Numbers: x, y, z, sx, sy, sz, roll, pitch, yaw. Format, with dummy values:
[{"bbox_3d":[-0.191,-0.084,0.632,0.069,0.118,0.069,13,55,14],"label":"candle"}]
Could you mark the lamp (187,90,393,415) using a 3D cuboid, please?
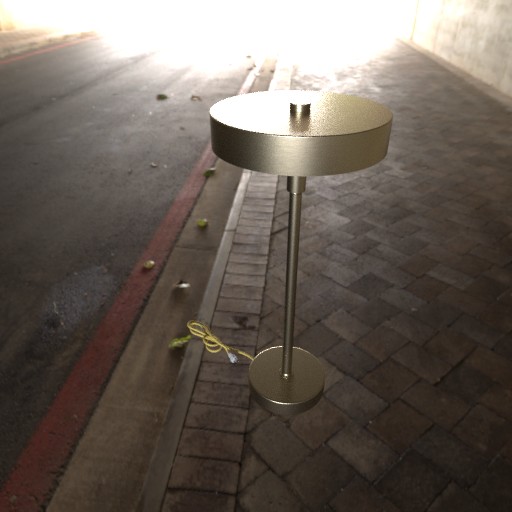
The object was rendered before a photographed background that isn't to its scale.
[{"bbox_3d":[0.000,0.000,0.728,0.369,0.508,0.229,22,38,31],"label":"lamp"}]
